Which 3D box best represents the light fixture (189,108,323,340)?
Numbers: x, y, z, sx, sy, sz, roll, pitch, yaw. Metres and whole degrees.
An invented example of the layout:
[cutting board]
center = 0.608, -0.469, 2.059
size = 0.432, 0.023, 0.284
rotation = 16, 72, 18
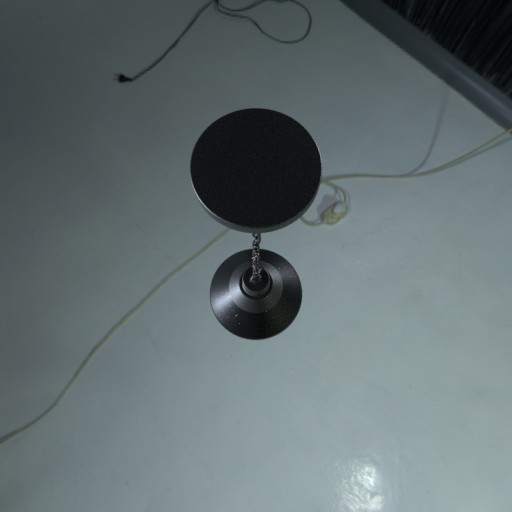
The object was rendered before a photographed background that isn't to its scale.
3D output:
[light fixture]
center = 0.000, 0.000, 0.681
size = 0.201, 0.588, 0.201
rotation = 39, 78, 10
